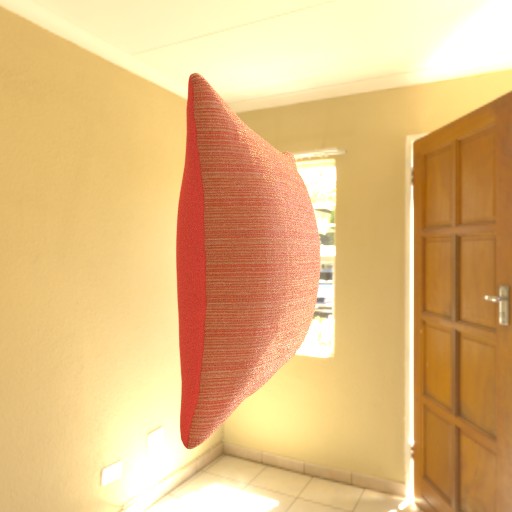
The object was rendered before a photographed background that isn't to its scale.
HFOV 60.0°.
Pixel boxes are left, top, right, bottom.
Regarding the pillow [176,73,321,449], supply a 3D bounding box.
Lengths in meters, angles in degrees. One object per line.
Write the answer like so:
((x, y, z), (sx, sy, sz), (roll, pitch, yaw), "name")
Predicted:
((0.000, 0.000, 0.834), (0.229, 0.501, 0.559), (0, 0, 18), "pillow")
